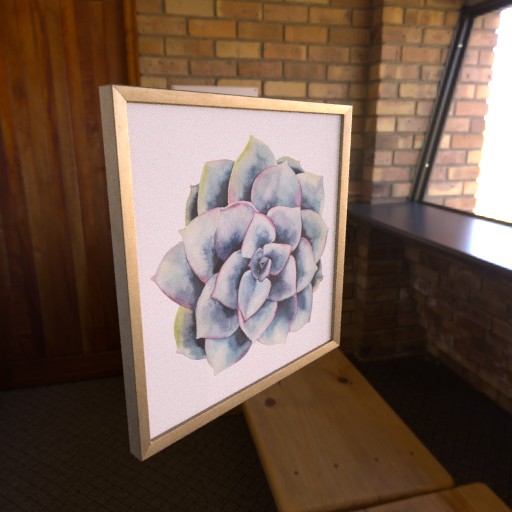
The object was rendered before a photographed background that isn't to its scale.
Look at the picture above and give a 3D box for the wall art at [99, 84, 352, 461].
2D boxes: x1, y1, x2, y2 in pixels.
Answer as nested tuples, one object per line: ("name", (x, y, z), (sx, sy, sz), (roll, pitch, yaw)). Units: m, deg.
("wall art", (0.000, 0.000, 0.751), (0.030, 0.506, 0.503), (14, 21, 42))
